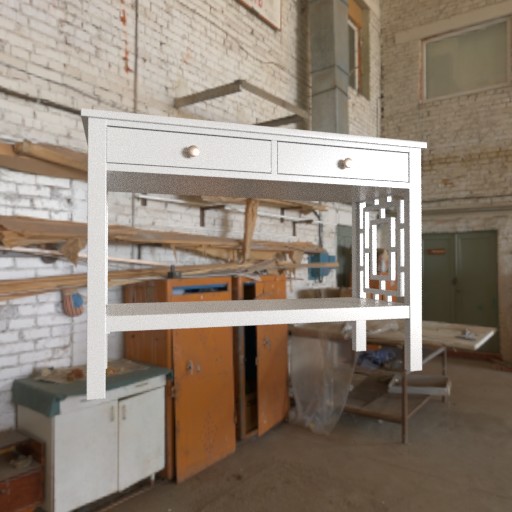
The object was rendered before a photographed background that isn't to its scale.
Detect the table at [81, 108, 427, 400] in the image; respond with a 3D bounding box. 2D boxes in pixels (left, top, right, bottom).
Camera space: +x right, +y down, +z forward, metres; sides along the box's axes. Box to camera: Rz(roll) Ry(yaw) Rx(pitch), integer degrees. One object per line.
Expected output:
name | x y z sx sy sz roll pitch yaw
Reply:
table | 0.000 0.000 1.477 1.068 0.753 0.397 0 -1 -18
